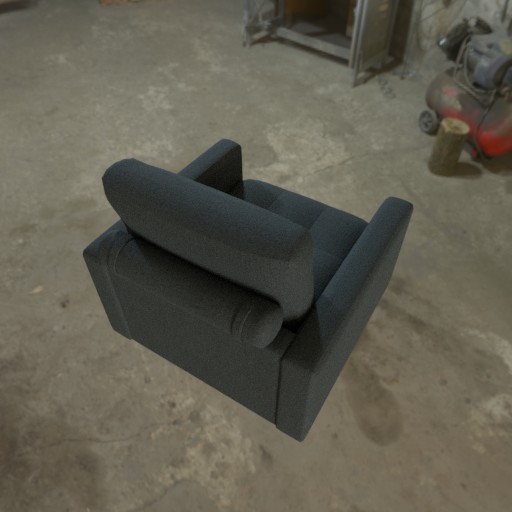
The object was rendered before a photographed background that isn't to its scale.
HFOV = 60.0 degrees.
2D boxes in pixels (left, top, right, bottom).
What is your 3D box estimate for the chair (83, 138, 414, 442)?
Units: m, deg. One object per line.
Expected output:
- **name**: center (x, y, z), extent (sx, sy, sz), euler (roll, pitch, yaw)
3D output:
- **chair**: center (0.000, 0.000, 1.545), extent (0.821, 0.880, 0.843), euler (24, 51, 21)
